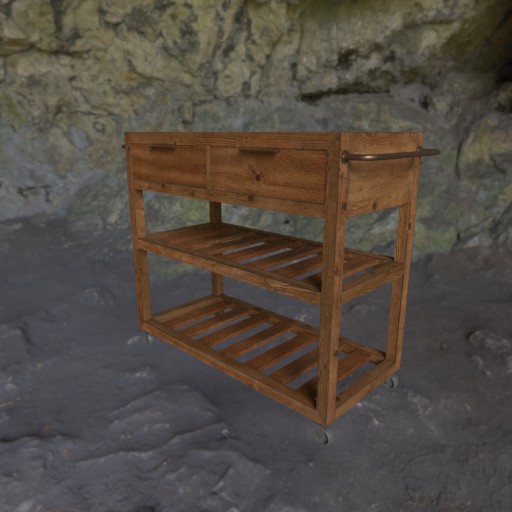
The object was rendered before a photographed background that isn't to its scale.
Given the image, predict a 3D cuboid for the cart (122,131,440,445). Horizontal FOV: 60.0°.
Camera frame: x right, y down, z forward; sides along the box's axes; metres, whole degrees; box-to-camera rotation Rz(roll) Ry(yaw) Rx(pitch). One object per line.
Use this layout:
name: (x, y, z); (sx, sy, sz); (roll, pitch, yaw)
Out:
cart: (0.000, 0.000, 1.540); (1.065, 0.830, 0.445); (15, 21, 42)
